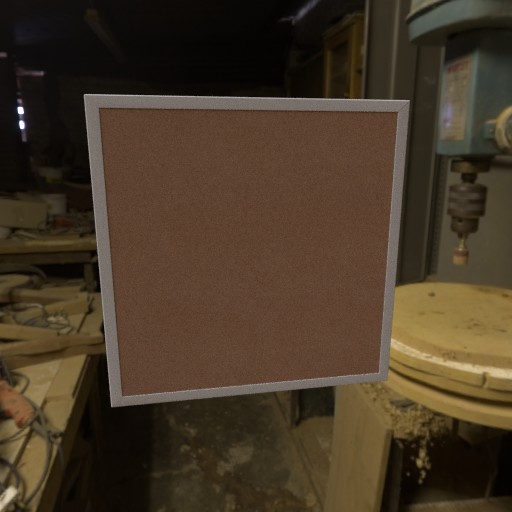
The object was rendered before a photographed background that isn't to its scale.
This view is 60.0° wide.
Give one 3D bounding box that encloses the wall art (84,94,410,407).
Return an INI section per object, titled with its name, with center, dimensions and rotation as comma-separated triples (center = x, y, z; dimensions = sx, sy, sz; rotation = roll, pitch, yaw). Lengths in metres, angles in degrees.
[wall art]
center = 0.000, 0.000, 1.130
dimensions = 0.760, 0.760, 0.036
rotation = -2, 14, -10
